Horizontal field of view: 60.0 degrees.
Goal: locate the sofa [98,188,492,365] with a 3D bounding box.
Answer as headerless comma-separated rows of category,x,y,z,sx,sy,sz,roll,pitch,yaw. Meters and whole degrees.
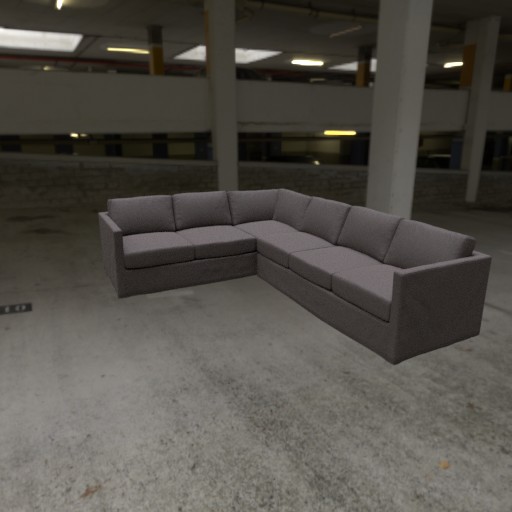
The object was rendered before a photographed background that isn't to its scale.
sofa,0.000,0.000,4.255,2.432,0.871,3.182,-8,18,-26
